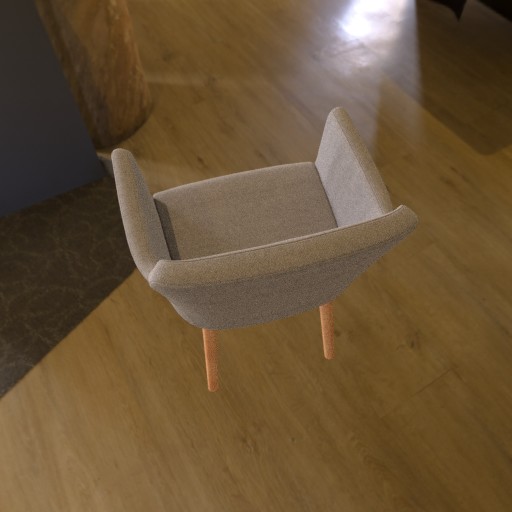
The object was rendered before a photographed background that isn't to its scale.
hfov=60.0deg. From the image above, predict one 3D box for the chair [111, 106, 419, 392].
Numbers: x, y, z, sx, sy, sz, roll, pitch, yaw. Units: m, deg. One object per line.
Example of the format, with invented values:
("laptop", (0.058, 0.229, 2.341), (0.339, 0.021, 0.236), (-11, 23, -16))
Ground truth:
("chair", (0.000, 0.000, 1.141), (0.570, 0.780, 0.540), (-13, 59, -8))
